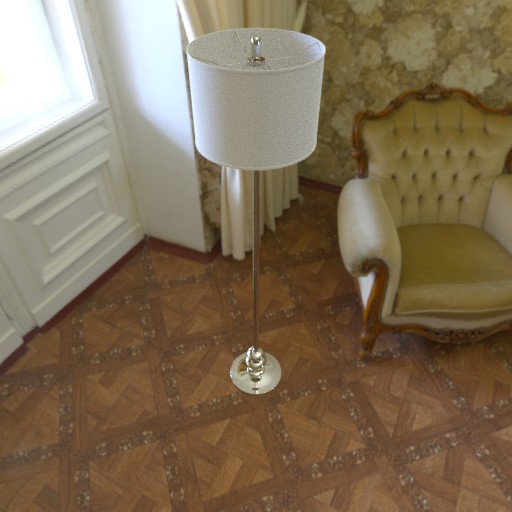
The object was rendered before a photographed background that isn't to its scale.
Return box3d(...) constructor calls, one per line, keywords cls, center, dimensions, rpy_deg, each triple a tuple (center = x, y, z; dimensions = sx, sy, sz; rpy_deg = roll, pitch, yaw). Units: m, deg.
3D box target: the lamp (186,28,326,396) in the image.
box3d(cls="lamp", center=(0.000, 0.000, 1.615), dimensions=(0.356, 1.487, 0.356), rpy_deg=(-13, 43, -14))
